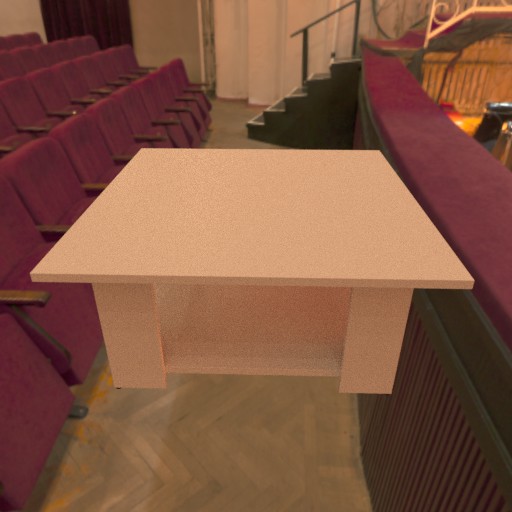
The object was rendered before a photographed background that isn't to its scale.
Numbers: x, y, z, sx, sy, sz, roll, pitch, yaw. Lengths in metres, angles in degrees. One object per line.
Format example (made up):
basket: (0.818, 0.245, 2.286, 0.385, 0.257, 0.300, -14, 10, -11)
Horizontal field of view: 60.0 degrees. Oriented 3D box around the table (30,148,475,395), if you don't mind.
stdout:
table: (0.000, 0.000, 1.034, 0.670, 0.305, 0.670, 1, 30, 2)
